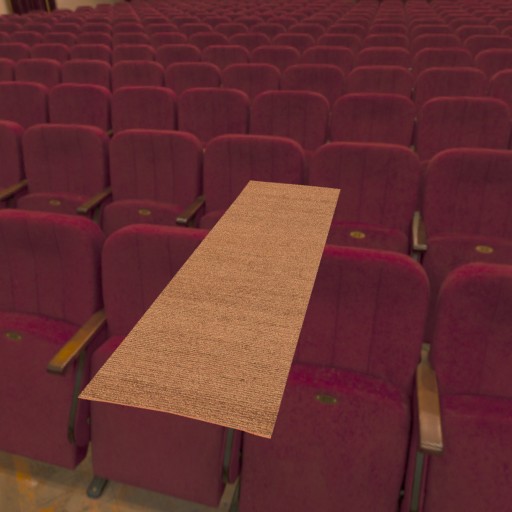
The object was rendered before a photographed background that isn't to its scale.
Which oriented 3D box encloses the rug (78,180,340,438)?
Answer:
[{"bbox_3d":[0.000,0.000,2.577,0.741,0.014,2.390,8,31,13],"label":"rug"}]
